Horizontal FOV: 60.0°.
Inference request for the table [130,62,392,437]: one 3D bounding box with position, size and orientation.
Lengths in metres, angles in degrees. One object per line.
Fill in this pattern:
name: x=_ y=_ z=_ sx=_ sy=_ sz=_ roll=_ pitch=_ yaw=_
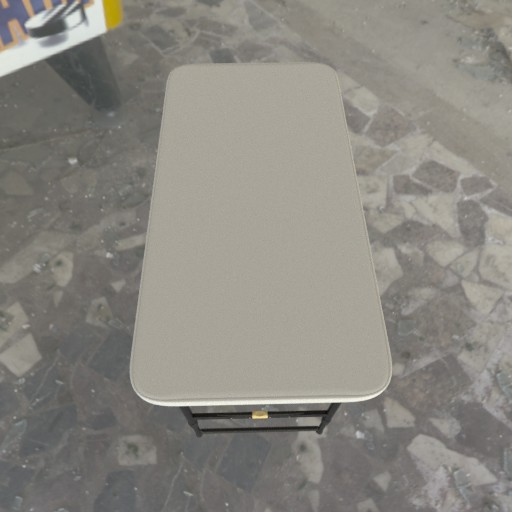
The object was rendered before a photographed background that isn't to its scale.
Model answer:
table: x=0.000 y=0.000 z=1.617 sx=0.610 sy=0.737 sz=1.219 roll=-1 pitch=58 yaw=-1
